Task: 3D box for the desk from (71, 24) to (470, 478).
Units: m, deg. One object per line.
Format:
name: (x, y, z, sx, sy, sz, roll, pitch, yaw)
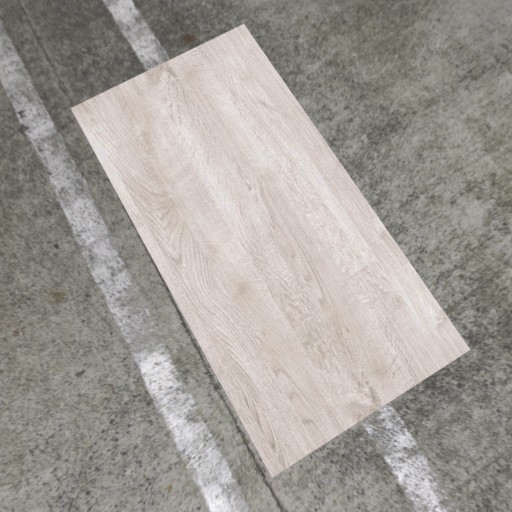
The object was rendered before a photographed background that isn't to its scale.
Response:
desk: (0.000, 0.000, 1.512, 0.560, 0.735, 1.097, -30, 77, -7)
